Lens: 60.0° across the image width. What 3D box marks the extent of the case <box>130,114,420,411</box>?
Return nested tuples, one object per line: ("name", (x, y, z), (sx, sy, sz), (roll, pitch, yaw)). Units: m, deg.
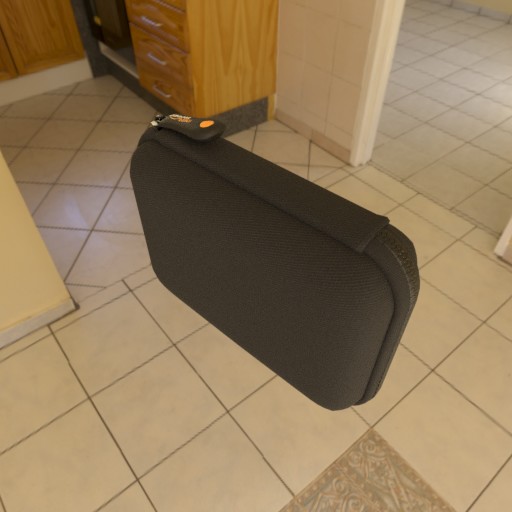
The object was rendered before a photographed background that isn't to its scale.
("case", (0.000, 0.000, 0.185), (0.132, 0.105, 0.038), (32, 54, 28))
